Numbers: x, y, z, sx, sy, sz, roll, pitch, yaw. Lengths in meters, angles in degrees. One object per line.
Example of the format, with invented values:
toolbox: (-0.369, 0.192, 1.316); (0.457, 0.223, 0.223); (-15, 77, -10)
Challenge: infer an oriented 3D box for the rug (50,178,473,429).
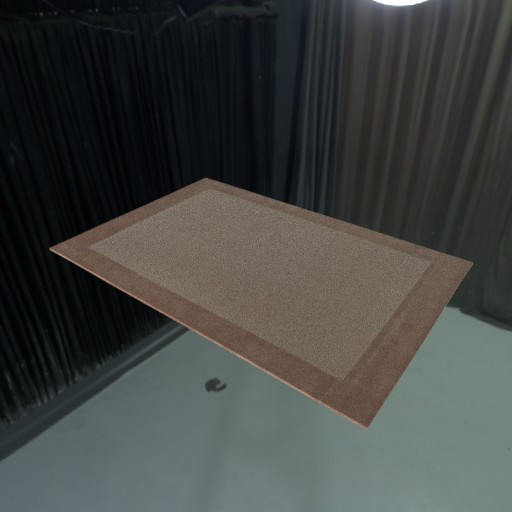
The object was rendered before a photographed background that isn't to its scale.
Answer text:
rug: (0.000, 0.000, 2.296); (1.829, 0.014, 1.219); (22, 39, 31)
